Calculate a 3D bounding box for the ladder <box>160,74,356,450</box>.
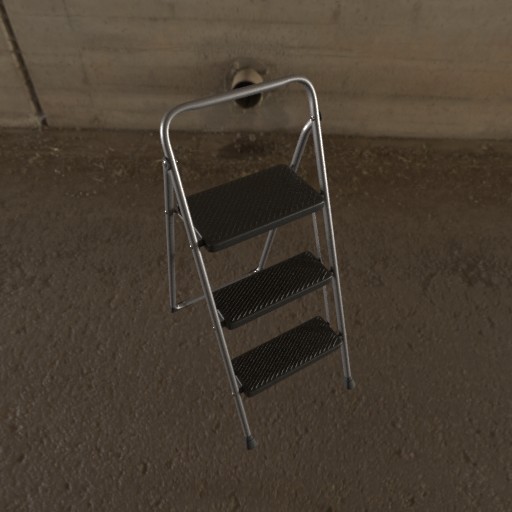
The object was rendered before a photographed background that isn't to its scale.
[{"bbox_3d":[0.000,0.000,1.289,0.430,0.945,0.629,-23,50,-21],"label":"ladder"}]
